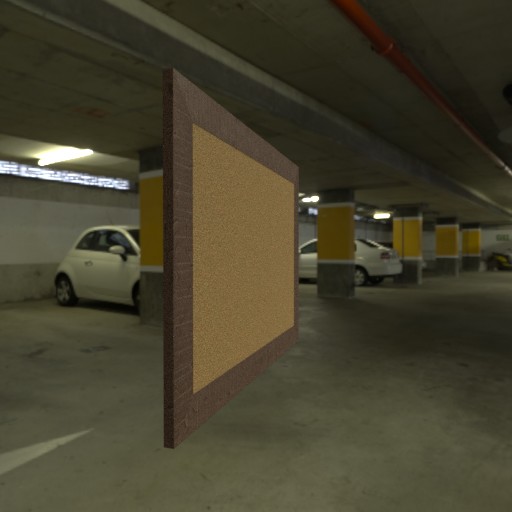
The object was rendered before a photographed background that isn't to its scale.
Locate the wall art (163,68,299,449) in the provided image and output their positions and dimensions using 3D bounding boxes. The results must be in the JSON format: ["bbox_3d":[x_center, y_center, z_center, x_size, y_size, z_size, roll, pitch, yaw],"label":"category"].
[{"bbox_3d":[0.000,0.000,1.166,0.019,0.626,0.917,0,1,18],"label":"wall art"}]
